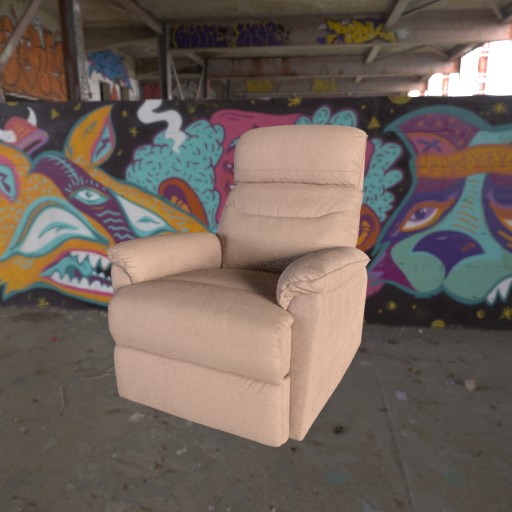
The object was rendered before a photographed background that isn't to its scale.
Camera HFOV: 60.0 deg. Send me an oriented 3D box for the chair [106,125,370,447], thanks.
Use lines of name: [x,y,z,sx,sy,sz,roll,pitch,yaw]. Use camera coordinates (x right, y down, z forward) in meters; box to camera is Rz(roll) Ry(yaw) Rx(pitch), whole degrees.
chair: [0.000,0.000,1.730,0.820,1.037,1.004,6,14,27]
